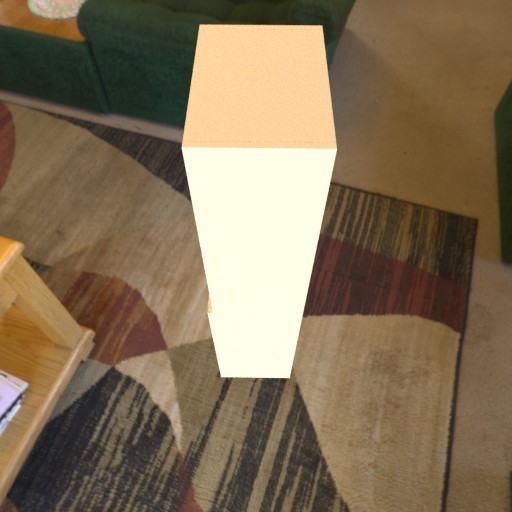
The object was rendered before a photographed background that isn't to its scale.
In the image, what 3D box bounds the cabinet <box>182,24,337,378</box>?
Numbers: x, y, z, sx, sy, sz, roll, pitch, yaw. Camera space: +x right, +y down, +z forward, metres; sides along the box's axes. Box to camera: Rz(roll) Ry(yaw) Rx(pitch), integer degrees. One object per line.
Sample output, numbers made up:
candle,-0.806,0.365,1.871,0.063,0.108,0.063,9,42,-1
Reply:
cabinet,0.000,0.000,1.482,0.300,1.350,0.400,1,57,0
